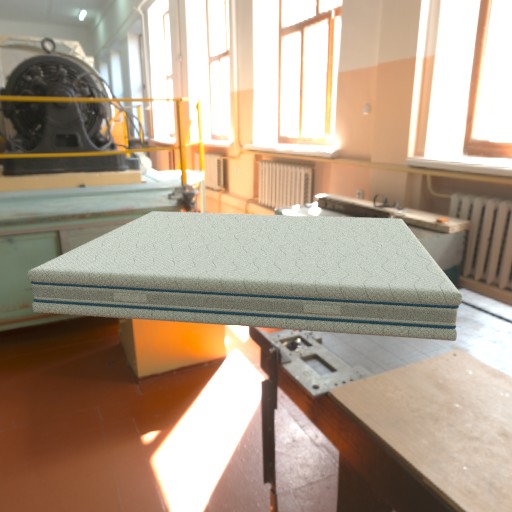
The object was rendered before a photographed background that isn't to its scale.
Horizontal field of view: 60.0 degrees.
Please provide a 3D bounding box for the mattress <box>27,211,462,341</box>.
[{"bbox_3d":[0.000,0.000,2.783,2.000,0.230,1.600,3,16,9],"label":"mattress"}]
